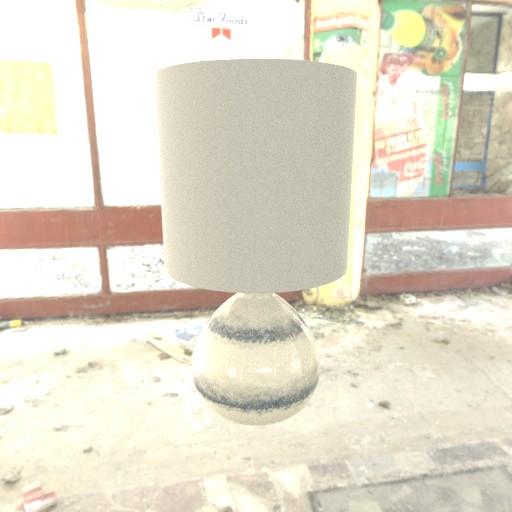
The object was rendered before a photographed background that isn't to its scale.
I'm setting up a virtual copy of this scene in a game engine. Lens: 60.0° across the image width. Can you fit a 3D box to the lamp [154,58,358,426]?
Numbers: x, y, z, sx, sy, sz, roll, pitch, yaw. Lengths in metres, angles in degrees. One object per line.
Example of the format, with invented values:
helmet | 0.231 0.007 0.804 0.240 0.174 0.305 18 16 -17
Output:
lamp | 0.000 0.000 0.533 0.216 0.404 0.216 3 14 10
